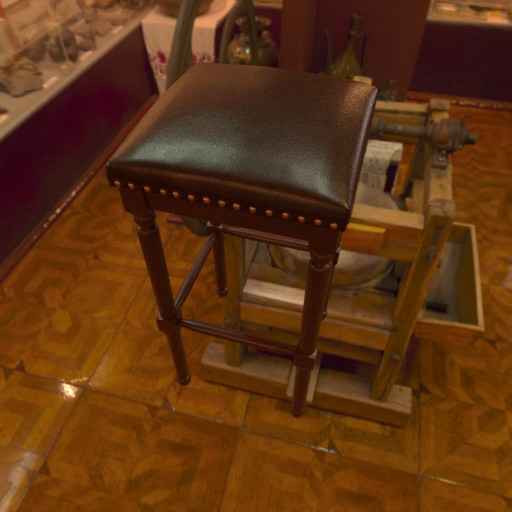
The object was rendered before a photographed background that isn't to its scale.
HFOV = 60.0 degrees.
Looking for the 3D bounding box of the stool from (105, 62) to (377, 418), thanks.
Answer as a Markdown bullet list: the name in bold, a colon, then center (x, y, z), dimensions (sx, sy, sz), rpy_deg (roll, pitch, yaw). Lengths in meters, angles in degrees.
- **stool**: center (0.000, 0.000, 1.005), dimensions (0.382, 0.768, 0.383), rpy_deg (12, 48, 11)
